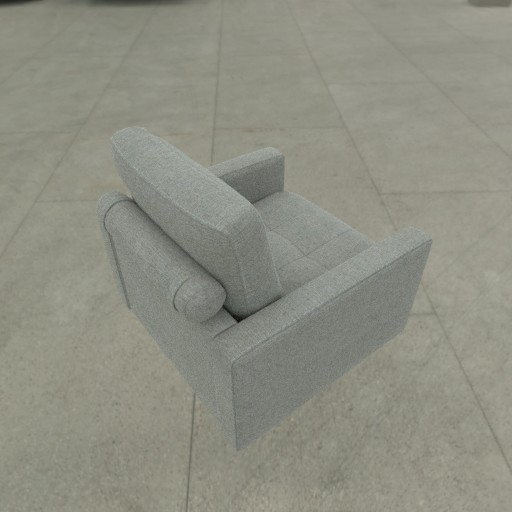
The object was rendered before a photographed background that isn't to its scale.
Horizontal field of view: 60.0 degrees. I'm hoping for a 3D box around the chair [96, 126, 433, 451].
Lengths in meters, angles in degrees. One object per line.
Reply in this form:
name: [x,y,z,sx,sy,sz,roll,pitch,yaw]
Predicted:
chair: [0.000,0.000,1.526,0.843,0.880,0.821,-26,47,-28]
